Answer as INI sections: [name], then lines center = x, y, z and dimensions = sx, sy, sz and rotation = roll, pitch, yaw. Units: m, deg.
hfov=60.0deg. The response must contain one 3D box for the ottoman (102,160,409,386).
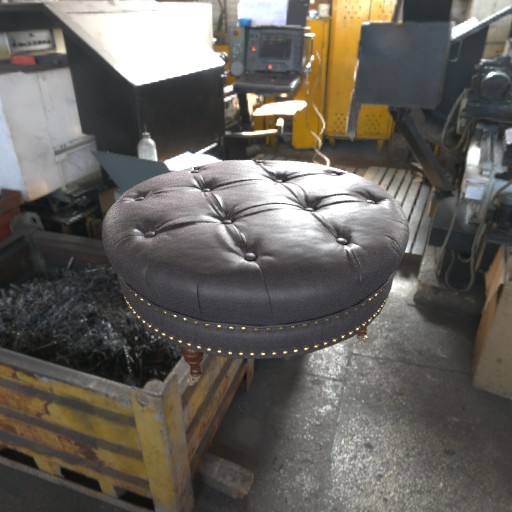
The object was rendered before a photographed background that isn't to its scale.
[ottoman]
center = 0.000, 0.000, 1.425
dimensions = 0.901, 0.439, 0.901
rotation = 0, 30, 0
